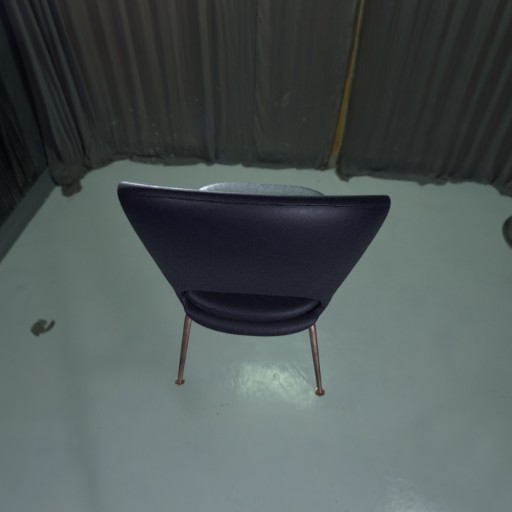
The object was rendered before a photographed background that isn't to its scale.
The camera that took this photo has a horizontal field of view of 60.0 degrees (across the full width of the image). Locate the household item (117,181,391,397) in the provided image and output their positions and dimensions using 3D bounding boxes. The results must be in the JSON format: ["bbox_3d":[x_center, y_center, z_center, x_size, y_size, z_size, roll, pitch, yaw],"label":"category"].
[{"bbox_3d":[0.000,0.000,1.223,0.623,0.852,0.573,3,47,3],"label":"household item"}]
